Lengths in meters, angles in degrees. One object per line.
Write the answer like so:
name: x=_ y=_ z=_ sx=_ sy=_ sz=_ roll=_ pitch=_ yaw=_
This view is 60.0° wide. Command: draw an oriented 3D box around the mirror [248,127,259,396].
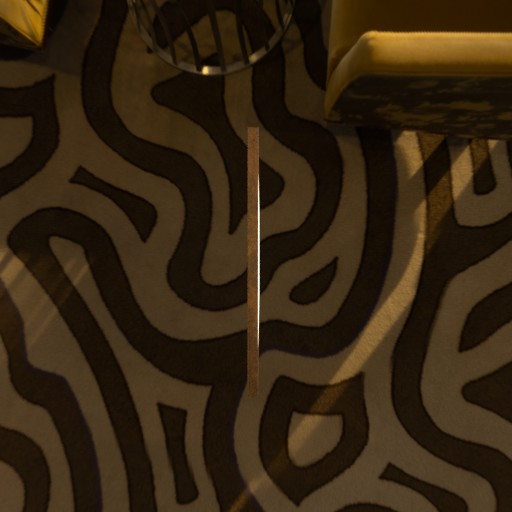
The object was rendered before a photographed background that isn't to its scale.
mirror: x=0.000 y=0.000 z=2.352 sx=0.032 sy=2.031 sz=0.812 roll=0 pitch=91 yaw=1
